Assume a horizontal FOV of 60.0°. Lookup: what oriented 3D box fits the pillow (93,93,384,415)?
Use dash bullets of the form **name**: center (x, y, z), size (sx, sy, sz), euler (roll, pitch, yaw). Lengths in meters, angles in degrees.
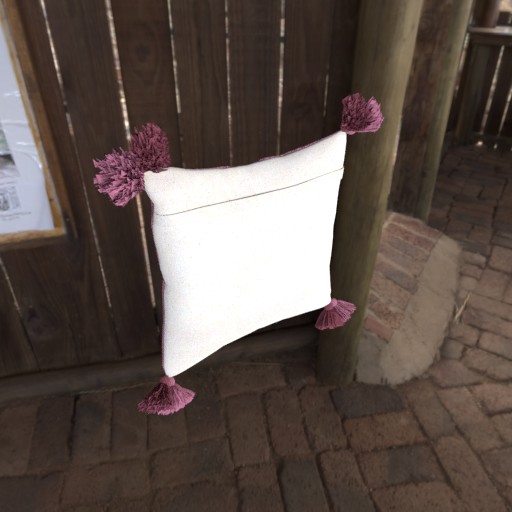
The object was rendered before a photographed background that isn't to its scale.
- **pillow**: center (0.000, 0.000, 0.979), size (0.641, 0.659, 0.138), euler (-19, 36, -28)
